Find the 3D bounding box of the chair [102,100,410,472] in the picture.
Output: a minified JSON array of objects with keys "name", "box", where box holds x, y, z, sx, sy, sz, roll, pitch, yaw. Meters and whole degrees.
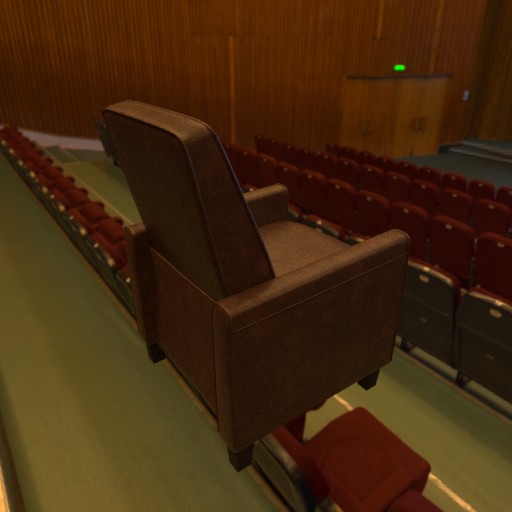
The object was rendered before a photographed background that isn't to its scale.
[{"name":"chair","box":[0.000,0.000,1.501,0.746,1.013,0.705,-18,31,-32]}]
